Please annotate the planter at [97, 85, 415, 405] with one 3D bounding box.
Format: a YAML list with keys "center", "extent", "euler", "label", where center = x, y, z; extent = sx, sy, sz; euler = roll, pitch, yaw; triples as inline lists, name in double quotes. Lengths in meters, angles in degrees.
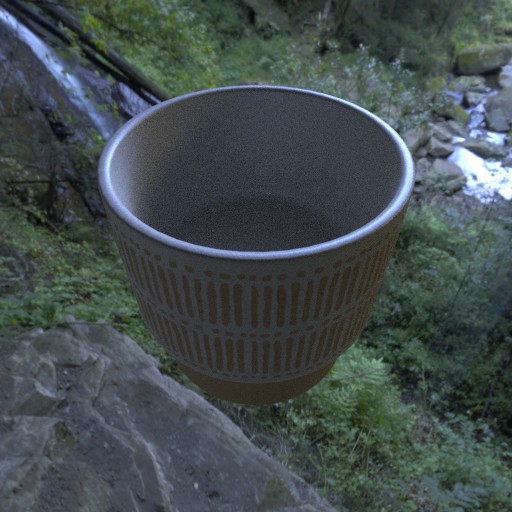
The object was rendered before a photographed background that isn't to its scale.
- center: [0.000, 0.000, 0.558]
  extent: [0.317, 0.303, 0.317]
  euler: [0, 45, 0]
  label: "planter"
